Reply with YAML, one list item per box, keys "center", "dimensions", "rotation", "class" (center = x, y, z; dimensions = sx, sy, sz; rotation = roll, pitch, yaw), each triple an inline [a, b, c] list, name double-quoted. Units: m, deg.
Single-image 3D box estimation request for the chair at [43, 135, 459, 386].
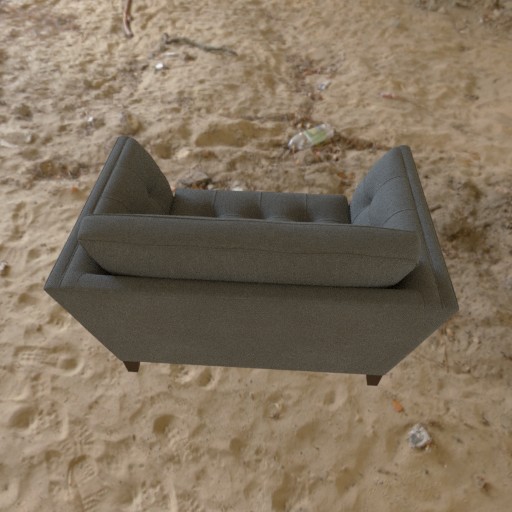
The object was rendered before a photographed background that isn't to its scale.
- center: [0.000, 0.000, 2.017]
  dimensions: [1.396, 0.942, 0.965]
  rotation: [3, 47, 2]
  class: "chair"
